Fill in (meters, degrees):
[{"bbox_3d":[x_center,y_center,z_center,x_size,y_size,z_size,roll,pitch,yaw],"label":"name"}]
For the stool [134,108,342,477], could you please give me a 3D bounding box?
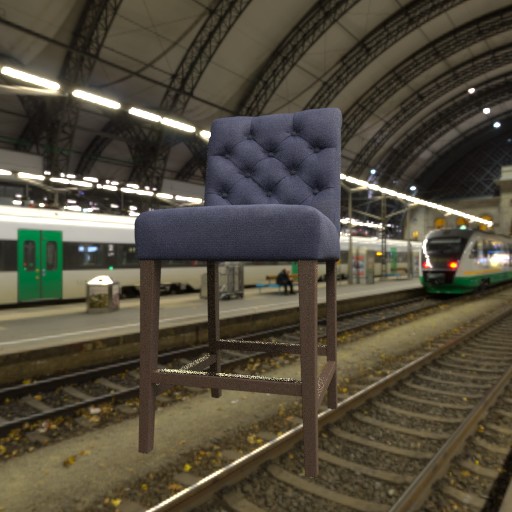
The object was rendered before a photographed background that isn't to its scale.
[{"bbox_3d":[0.000,0.000,1.339,0.493,1.010,0.601,0,0,17],"label":"stool"}]
